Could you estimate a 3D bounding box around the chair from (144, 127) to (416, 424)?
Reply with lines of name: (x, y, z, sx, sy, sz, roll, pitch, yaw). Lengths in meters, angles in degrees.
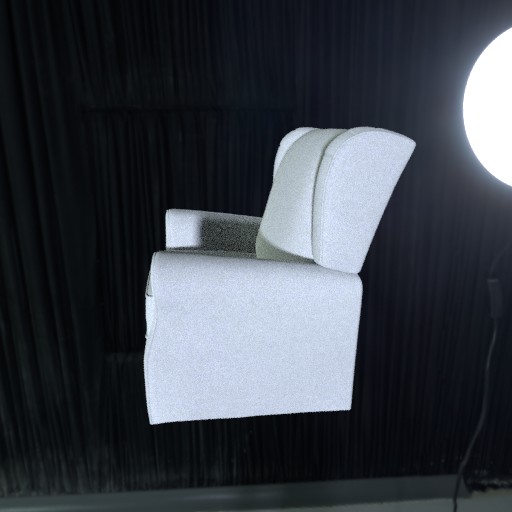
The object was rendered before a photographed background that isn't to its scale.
chair: (0.000, 0.000, 1.731, 0.854, 0.967, 0.906, -2, 16, -8)
